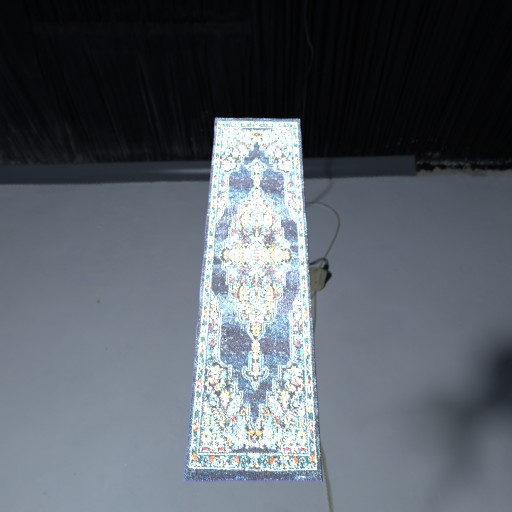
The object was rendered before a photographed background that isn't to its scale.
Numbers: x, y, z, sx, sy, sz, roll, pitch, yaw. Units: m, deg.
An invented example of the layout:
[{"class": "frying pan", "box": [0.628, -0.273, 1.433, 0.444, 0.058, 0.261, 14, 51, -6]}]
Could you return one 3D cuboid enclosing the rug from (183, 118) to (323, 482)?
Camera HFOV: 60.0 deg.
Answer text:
[{"class": "rug", "box": [0.000, 0.000, 2.499, 0.602, 0.016, 2.283, 1, 58, 0]}]
